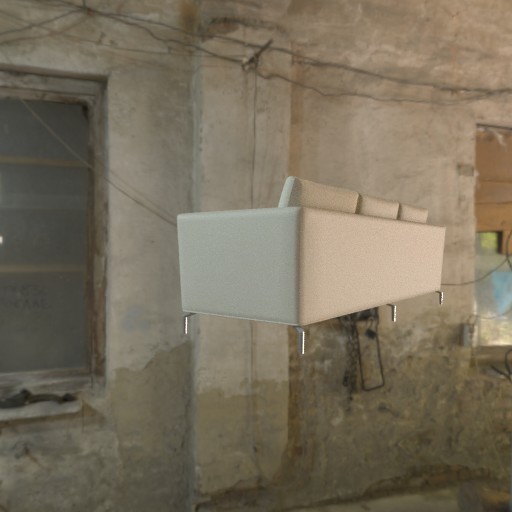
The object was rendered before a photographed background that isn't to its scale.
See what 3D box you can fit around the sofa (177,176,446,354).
[{"bbox_3d":[0.000,0.000,3.743,2.430,0.867,2.448,1,1,38],"label":"sofa"}]
